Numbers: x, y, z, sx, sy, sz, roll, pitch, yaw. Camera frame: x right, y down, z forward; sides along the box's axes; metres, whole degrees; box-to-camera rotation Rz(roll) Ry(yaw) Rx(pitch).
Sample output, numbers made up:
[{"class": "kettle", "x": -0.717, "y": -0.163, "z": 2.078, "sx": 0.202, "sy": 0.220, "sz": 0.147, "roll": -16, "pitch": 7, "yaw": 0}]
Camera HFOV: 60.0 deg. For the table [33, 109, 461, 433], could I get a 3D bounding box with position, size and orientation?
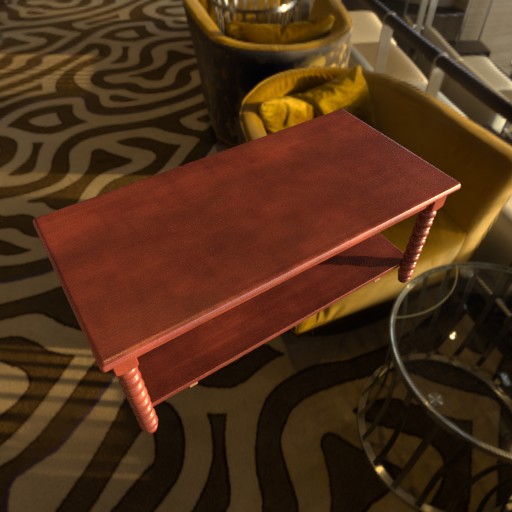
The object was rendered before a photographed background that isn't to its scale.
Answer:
[{"class": "table", "x": 0.000, "y": 0.000, "z": 1.504, "sx": 1.171, "sy": 0.485, "sz": 0.580, "roll": -25, "pitch": 52, "yaw": -22}]
